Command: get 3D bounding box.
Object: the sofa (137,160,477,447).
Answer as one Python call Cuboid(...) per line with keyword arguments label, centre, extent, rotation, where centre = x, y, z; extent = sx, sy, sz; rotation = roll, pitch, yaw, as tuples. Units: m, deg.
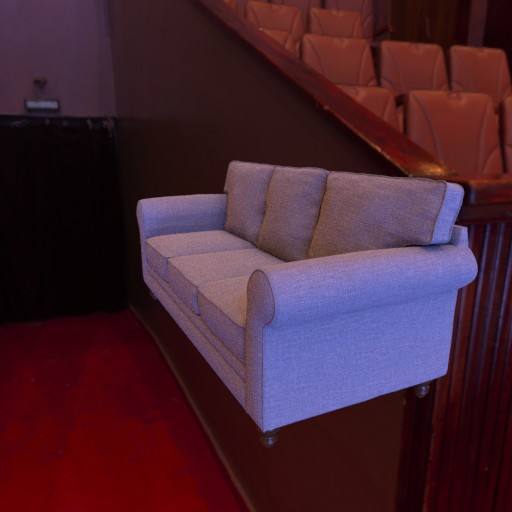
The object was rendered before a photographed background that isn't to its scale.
Cuboid(label="sofa", centre=(0.000, 0.000, 2.446), extent=(0.916, 0.961, 2.084), rotation=(-7, 16, -25))
